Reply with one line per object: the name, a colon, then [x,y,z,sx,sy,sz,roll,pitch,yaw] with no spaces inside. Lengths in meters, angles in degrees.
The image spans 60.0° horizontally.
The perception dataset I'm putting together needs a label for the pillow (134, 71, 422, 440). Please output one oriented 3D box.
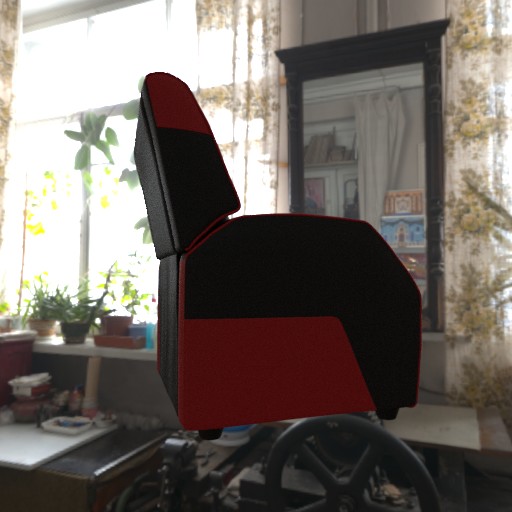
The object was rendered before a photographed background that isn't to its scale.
pillow: [0.000,0.000,1.272,0.672,0.805,0.620,1,-3,-17]
